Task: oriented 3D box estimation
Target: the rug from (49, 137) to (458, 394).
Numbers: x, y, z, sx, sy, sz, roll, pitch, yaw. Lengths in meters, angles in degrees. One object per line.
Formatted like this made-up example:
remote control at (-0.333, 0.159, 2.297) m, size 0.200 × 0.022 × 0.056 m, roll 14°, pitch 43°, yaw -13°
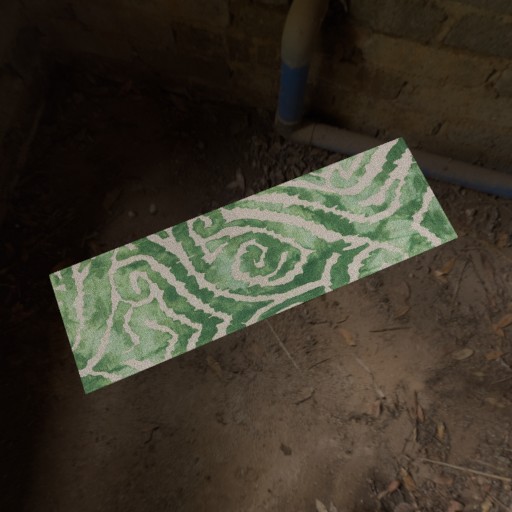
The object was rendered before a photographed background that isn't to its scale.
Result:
rug at (0.000, 0.000, 2.757) m, size 2.438 × 0.006 × 0.761 m, roll -22°, pitch 76°, yaw -6°
